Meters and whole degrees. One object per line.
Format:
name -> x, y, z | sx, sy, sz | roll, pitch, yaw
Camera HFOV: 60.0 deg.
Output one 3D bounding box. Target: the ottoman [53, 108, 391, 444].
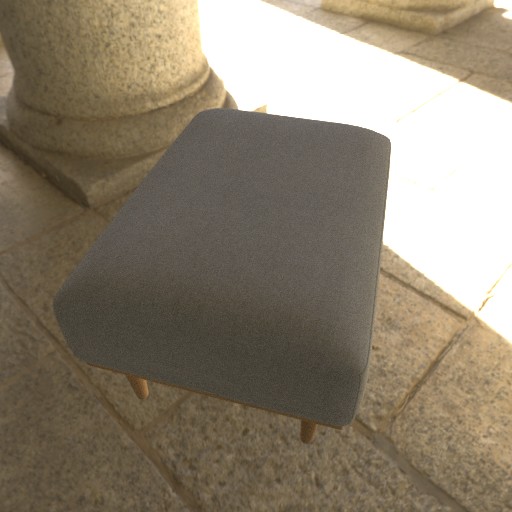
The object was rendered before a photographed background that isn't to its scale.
ottoman -> 0.000, 0.000, 1.049 | 0.549, 0.428, 0.749 | 11, 45, 11
